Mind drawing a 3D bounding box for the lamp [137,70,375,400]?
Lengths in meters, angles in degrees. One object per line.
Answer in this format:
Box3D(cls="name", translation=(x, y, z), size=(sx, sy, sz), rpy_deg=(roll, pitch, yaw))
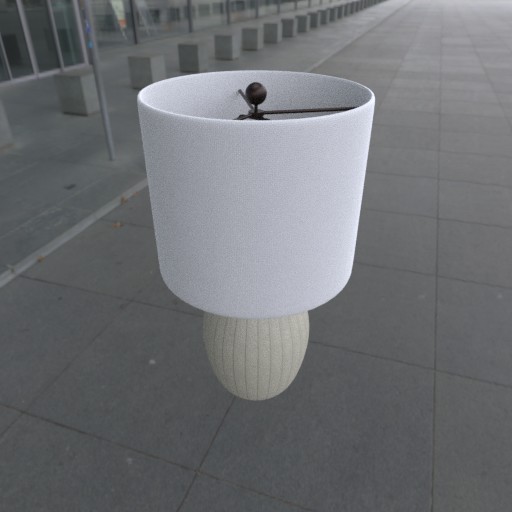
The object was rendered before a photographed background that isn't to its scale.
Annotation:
Box3D(cls="lamp", translation=(0.000, 0.000, 0.768), size=(0.329, 0.570, 0.329), rpy_deg=(20, 37, 29))
